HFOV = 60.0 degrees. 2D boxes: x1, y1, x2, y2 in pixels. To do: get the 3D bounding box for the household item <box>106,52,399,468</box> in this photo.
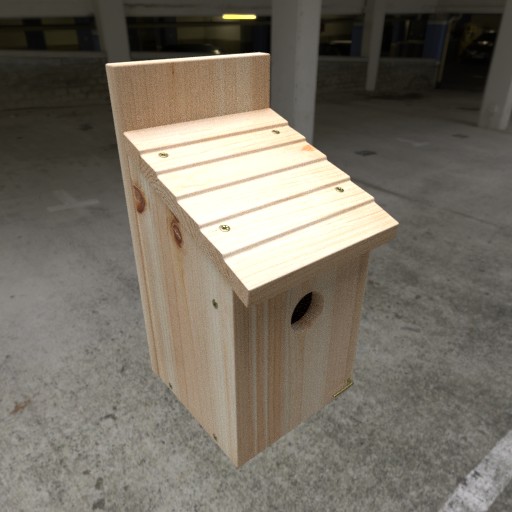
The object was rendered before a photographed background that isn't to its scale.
[{"bbox_3d":[0.000,0.000,0.380,0.149,0.300,0.171,-22,36,-33],"label":"household item"}]
